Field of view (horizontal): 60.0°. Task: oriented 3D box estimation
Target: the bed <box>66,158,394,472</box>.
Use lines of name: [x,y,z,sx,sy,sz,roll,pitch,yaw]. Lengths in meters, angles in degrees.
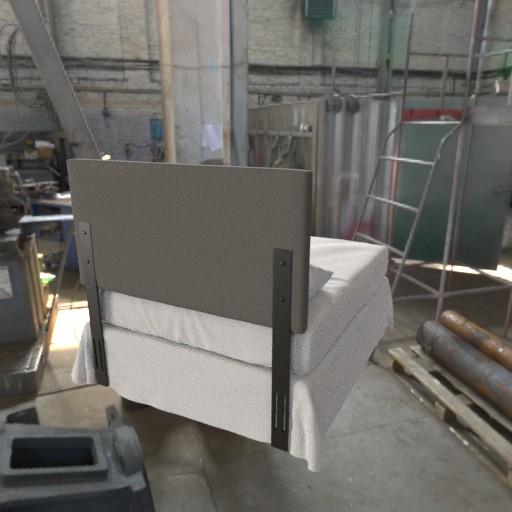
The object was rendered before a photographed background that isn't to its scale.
bed: [0.000,0.000,3.490,1.936,1.577,2.222,9,18,27]
